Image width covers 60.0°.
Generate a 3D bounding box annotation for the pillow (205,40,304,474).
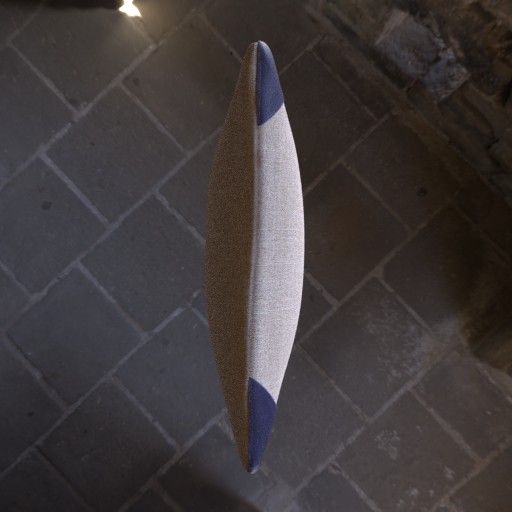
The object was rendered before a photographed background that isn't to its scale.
[{"bbox_3d":[0.000,0.000,0.657,0.147,0.441,0.440,0,89,-1],"label":"pillow"}]
